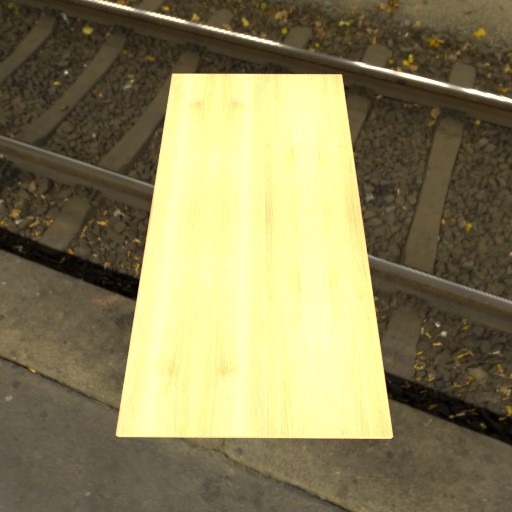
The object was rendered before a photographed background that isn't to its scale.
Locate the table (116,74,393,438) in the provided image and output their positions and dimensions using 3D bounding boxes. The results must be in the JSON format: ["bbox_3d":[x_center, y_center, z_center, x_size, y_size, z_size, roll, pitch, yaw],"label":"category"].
[{"bbox_3d":[0.000,0.000,2.218,0.900,0.750,1.800,0,59,0],"label":"table"}]
